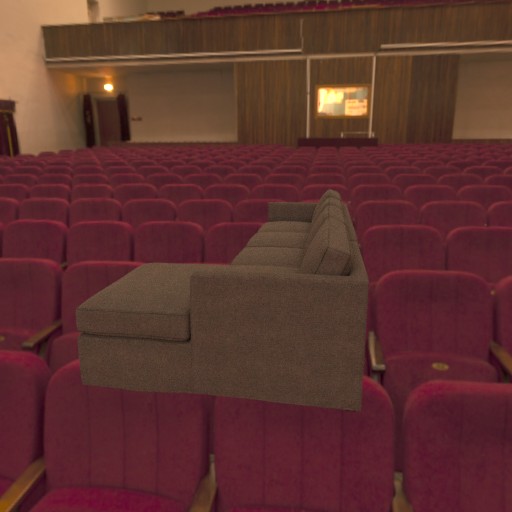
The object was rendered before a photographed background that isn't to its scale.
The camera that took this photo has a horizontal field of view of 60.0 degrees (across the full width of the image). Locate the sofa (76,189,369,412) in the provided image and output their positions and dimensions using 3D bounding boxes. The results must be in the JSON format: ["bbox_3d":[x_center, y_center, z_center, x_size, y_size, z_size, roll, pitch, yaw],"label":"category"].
[{"bbox_3d":[0.000,0.000,3.870,1.650,0.922,3.205,2,14,9],"label":"sofa"}]
